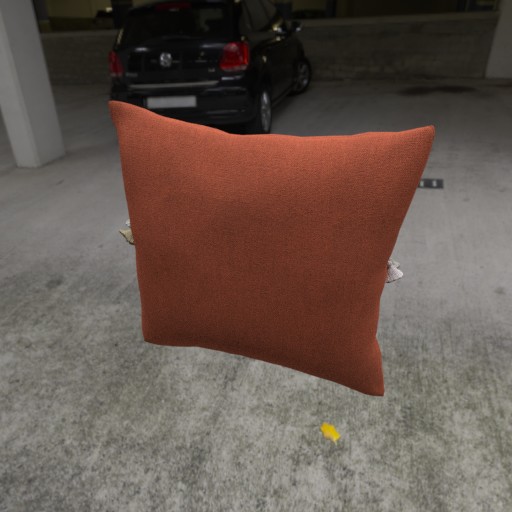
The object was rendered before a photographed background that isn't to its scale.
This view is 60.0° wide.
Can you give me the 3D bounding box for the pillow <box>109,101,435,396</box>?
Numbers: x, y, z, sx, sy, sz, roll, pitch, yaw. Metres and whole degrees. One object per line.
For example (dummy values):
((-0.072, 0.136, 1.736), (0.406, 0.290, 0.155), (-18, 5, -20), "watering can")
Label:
((0.000, 0.000, 0.746), (0.490, 0.482, 0.165), (10, 33, 15), "pillow")
